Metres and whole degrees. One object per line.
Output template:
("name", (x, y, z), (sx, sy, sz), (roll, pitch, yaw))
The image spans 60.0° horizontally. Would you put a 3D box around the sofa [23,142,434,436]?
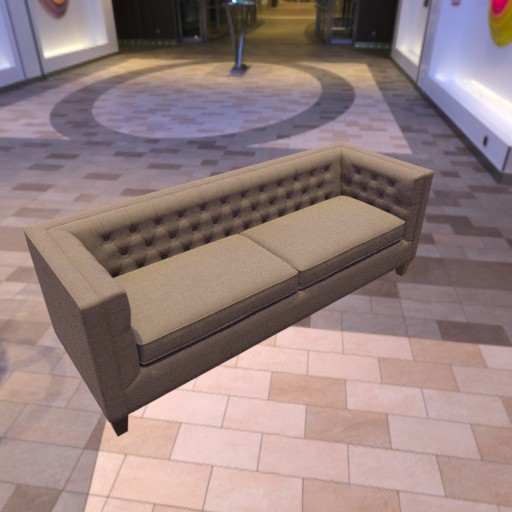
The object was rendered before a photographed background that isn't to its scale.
("sofa", (0.000, 0.000, 2.559), (2.159, 0.762, 0.775), (-22, 38, -32))
